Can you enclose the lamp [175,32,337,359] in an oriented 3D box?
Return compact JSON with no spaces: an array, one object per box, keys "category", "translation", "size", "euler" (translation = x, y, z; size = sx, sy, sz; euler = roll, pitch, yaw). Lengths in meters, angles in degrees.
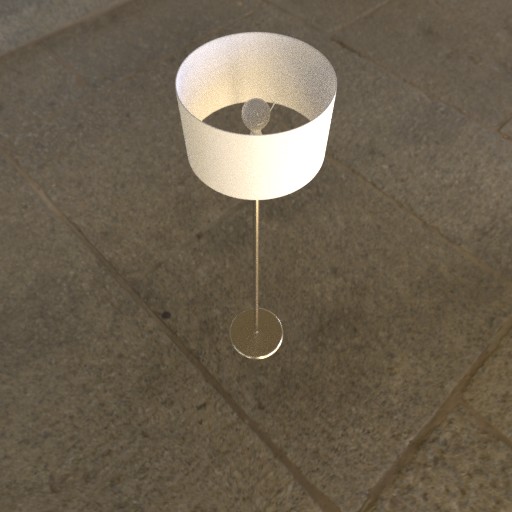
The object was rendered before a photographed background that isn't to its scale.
[{"category":"lamp","translation":[0.000,0.000,1.566],"size":[0.347,1.443,0.347],"euler":[15,59,9]}]
